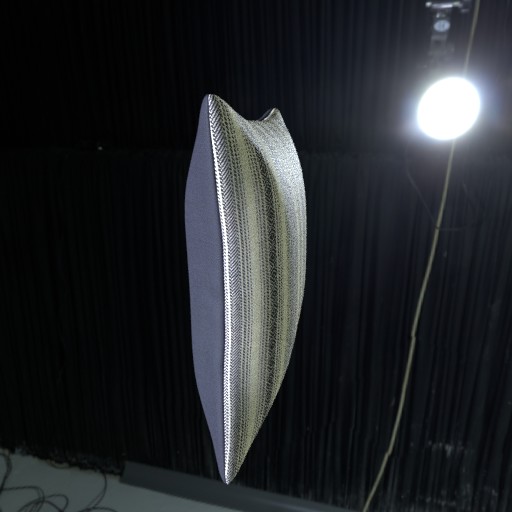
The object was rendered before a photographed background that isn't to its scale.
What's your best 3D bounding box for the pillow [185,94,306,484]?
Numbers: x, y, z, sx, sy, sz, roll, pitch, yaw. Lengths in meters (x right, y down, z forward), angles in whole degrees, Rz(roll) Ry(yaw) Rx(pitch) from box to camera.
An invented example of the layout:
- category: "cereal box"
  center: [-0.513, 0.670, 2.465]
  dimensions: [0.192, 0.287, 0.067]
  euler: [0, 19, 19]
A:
- category: "pillow"
  center: [0.000, 0.000, 0.780]
  dimensions: [0.166, 0.508, 0.520]
  euler: [3, 17, 10]
